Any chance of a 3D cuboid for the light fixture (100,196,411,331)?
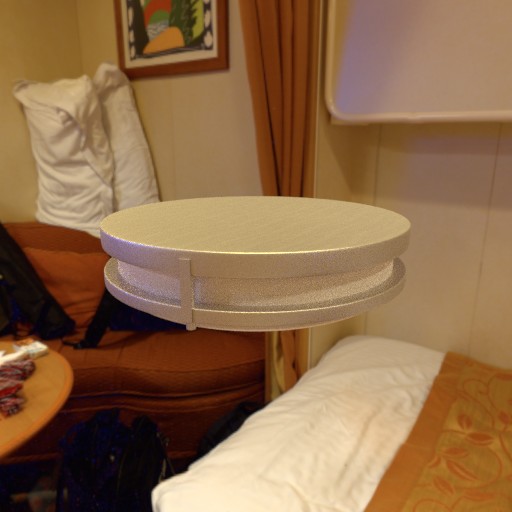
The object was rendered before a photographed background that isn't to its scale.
[{"bbox_3d":[0.000,0.000,0.546,0.356,0.102,0.356,0,15,0],"label":"light fixture"}]
